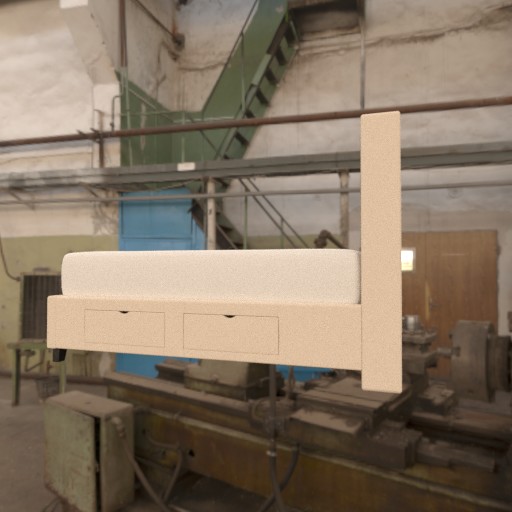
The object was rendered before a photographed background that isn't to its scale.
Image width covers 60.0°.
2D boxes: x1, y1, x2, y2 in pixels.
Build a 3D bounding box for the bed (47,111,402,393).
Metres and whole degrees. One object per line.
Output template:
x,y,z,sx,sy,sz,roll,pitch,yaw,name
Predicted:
0.000,0.000,3.657,2.293,1.471,2.145,0,-1,18,bed
